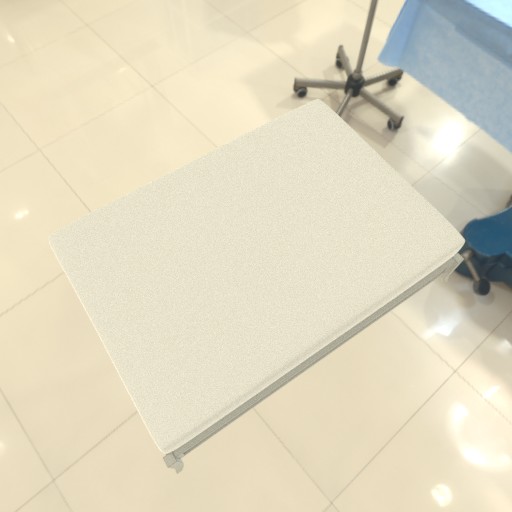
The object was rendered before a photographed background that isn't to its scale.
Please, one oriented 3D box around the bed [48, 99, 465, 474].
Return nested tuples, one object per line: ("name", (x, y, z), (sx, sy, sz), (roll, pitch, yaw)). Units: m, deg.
("bed", (0.000, 0.000, 2.637), (1.985, 0.510, 1.460), (-31, 67, -15))
